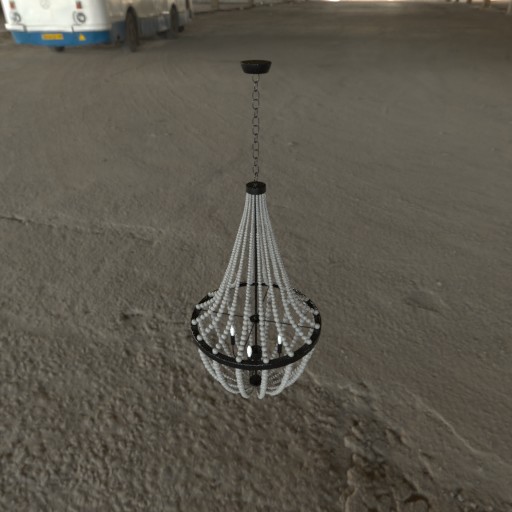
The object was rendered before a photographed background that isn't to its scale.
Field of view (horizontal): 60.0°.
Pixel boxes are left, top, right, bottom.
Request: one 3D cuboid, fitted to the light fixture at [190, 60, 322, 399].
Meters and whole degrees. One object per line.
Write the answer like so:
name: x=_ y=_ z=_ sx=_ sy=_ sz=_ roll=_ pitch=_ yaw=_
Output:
light fixture: x=0.000 y=0.000 z=1.400 sx=0.450 sy=1.133 sz=0.450 roll=0 pitch=31 yaw=0
